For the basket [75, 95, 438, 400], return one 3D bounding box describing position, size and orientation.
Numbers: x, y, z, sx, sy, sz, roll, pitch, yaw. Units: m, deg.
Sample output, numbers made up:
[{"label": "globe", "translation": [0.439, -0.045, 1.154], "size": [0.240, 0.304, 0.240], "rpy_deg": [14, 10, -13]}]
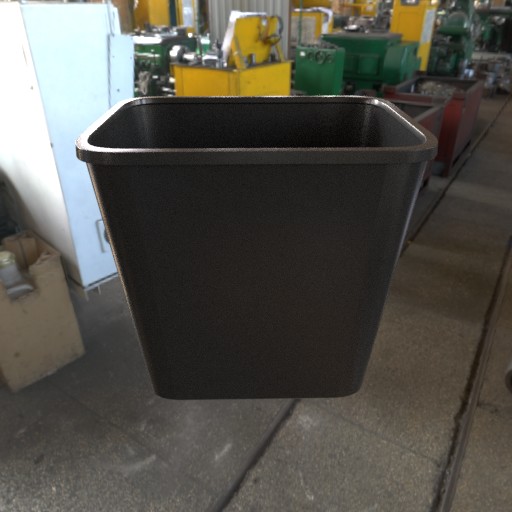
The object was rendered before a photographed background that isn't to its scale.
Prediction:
[{"label": "basket", "translation": [0.000, 0.000, 0.502], "size": [0.300, 0.307, 0.211], "rpy_deg": [-1, 31, -1]}]
